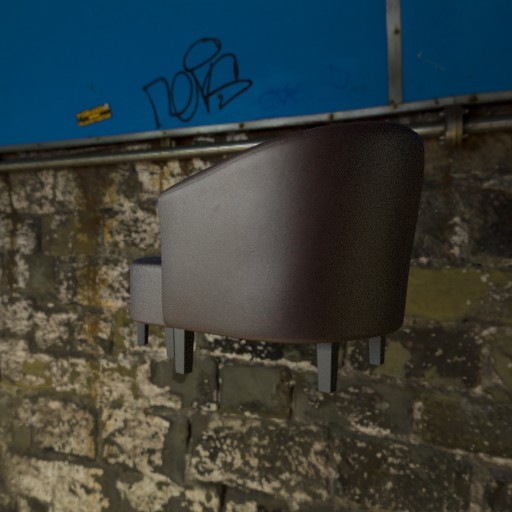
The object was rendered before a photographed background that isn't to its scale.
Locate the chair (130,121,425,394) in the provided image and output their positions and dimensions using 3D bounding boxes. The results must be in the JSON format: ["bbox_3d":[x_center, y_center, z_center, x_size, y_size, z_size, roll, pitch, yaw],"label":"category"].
[{"bbox_3d":[0.000,0.000,1.638,1.176,0.755,0.737,1,1,37],"label":"chair"}]
